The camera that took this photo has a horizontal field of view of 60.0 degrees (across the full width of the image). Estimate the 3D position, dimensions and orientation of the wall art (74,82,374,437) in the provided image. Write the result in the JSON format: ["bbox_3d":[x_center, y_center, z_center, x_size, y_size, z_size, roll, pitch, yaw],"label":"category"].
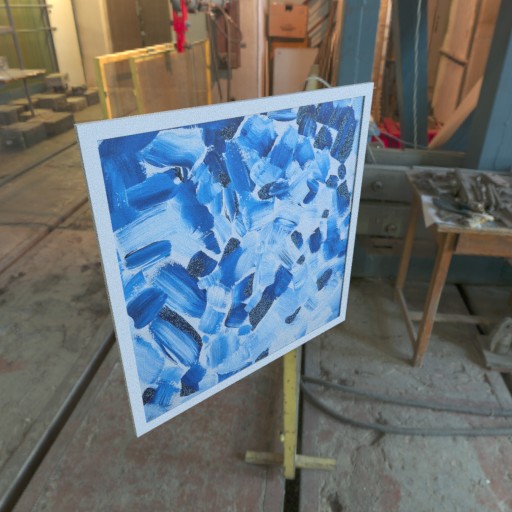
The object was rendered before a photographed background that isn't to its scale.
[{"bbox_3d":[0.000,0.000,1.198,0.812,0.812,0.015,-21,36,-33],"label":"wall art"}]
